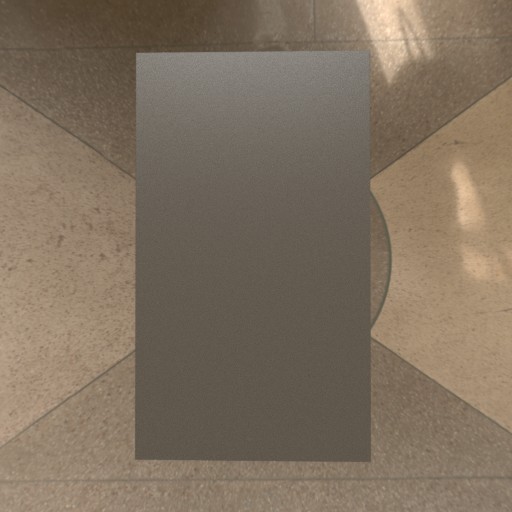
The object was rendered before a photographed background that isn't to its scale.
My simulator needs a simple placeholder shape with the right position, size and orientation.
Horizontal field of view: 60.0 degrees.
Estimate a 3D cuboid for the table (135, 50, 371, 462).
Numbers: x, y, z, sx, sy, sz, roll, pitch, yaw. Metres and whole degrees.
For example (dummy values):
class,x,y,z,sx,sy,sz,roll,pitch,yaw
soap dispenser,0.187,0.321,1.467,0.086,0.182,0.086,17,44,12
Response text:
class,x,y,z,sx,sy,sz,roll,pitch,yaw
table,0.000,0.000,1.500,0.703,0.404,1.201,0,89,1
